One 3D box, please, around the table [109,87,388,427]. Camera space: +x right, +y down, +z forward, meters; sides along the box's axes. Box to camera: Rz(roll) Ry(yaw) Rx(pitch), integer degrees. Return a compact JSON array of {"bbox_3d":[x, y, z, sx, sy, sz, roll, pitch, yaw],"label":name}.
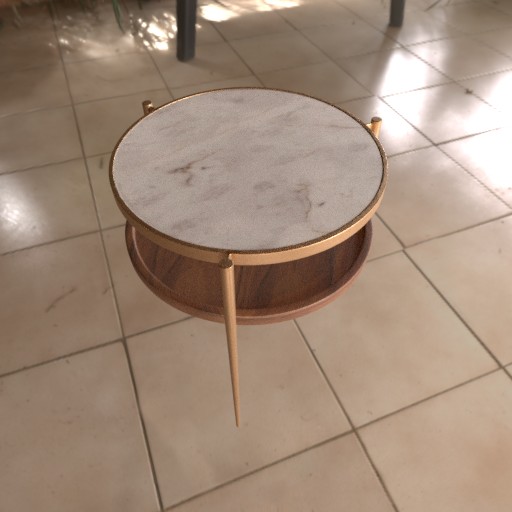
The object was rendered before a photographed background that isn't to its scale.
[{"bbox_3d":[0.000,0.000,0.866,0.456,0.493,0.430,-17,50,-15],"label":"table"}]
